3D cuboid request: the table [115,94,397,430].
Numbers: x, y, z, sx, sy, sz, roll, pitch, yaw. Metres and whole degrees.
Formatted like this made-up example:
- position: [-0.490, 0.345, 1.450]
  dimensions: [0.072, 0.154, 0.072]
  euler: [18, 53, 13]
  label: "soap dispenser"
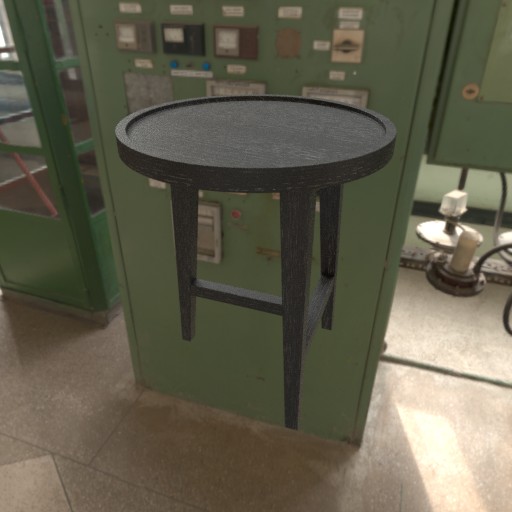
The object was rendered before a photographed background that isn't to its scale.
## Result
- position: [0.000, 0.000, 0.768]
  dimensions: [0.399, 0.460, 0.399]
  euler: [0, 31, 0]
  label: "table"
